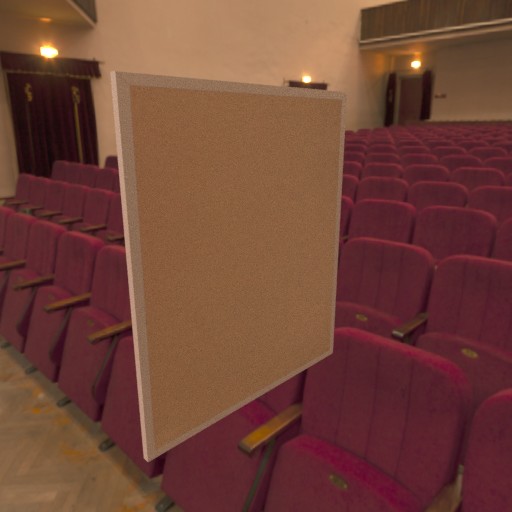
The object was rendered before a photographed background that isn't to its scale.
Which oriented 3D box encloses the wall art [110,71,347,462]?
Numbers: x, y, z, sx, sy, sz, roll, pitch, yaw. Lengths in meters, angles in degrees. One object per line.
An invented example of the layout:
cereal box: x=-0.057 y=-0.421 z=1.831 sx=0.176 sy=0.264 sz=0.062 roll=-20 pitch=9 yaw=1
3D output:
wall art: x=0.000 y=0.000 z=0.768 sx=0.012 sy=0.557 sz=0.482 roll=16 pitch=23 yaw=43
